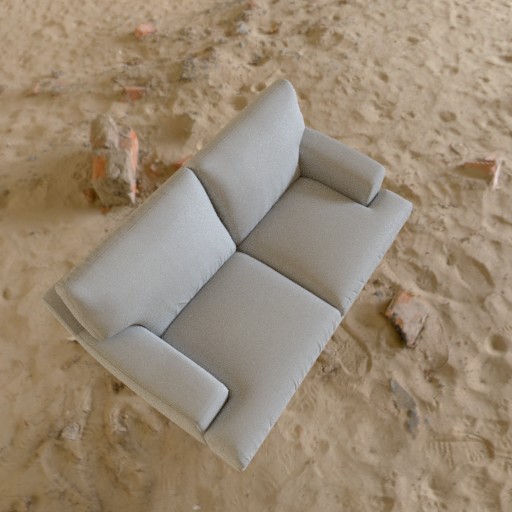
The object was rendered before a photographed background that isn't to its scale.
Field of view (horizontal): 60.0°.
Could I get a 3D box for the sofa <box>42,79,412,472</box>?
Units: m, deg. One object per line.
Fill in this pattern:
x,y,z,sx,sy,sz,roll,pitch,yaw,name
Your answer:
0.000,0.000,2.471,1.143,0.940,1.880,31,63,18,sofa
